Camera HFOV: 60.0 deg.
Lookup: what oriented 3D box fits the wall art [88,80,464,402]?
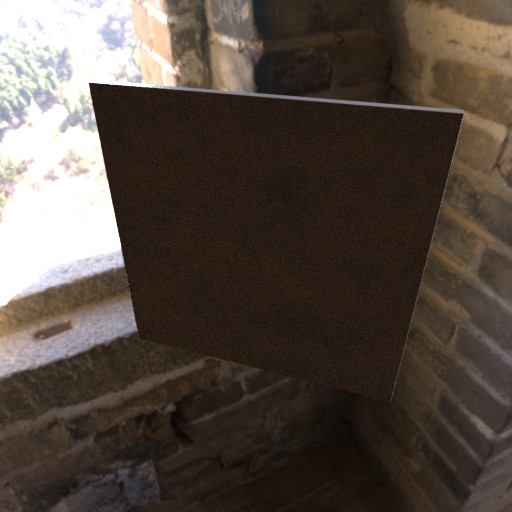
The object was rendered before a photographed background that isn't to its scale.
[{"bbox_3d":[0.000,0.000,0.940,0.664,0.661,0.020,10,35,15],"label":"wall art"}]
